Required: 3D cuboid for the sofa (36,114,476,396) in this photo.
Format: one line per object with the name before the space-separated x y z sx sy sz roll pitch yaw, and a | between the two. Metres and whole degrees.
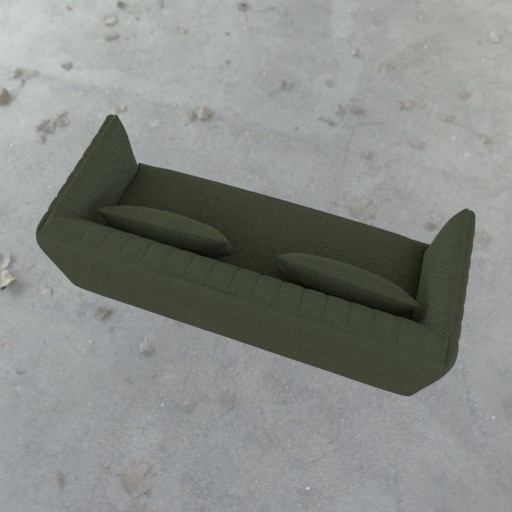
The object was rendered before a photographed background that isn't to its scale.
sofa | 0.000 0.000 2.528 2.137 0.793 0.896 17 64 8
